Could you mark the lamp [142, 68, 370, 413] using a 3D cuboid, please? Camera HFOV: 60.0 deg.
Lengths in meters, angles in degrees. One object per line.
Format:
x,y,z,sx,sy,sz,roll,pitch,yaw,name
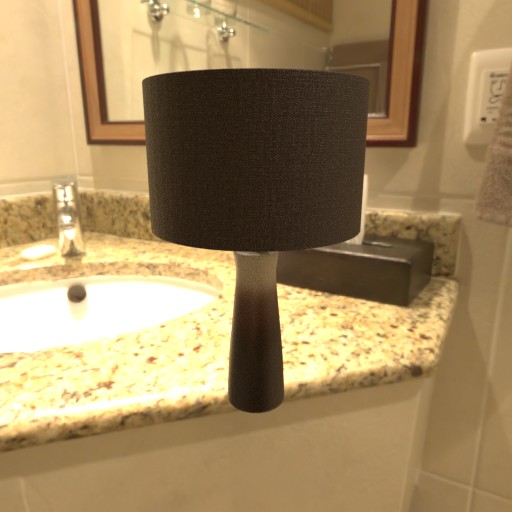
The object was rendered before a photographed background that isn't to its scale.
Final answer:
0.000,0.000,0.671,0.303,0.488,0.303,0,15,0,lamp
